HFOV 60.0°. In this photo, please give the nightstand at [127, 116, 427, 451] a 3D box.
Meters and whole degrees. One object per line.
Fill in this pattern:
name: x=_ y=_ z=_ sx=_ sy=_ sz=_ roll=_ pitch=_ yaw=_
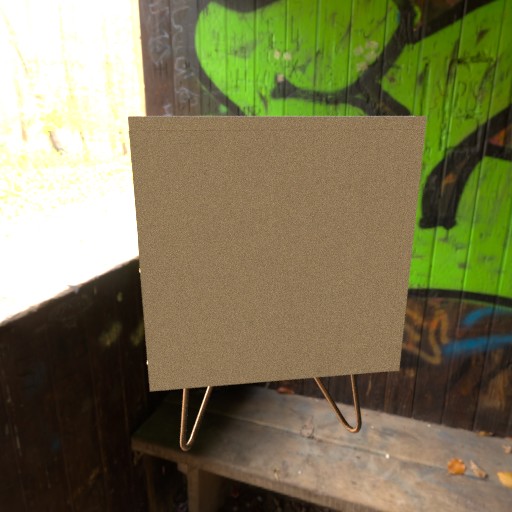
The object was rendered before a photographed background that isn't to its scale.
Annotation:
nightstand: x=0.000 y=0.000 z=1.007 sx=0.447 sy=0.604 sz=0.614 roll=-3 pitch=18 yaw=-8
